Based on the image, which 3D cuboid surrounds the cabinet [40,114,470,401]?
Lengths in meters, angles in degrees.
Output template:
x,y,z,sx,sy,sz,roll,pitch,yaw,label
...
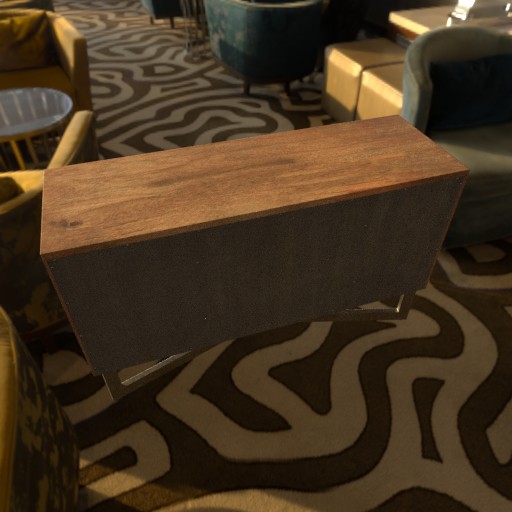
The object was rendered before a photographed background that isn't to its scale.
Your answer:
x,y,z,sx,sy,sz,roll,pitch,yaw,label
0.000,0.000,1.785,1.373,0.812,0.480,-13,44,-13,cabinet
